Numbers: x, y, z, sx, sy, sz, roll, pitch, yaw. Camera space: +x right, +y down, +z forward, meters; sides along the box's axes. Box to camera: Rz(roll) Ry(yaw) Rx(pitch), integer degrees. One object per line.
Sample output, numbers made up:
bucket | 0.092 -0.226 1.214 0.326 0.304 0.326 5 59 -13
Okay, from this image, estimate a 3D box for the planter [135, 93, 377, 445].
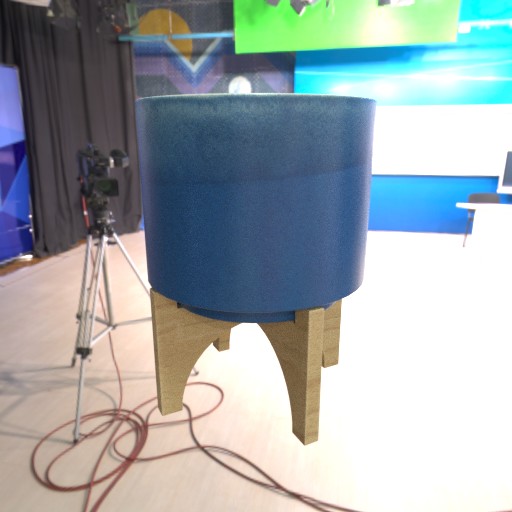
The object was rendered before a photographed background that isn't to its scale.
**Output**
planter | 0.000 0.000 0.400 0.192 0.263 0.192 0 16 0
